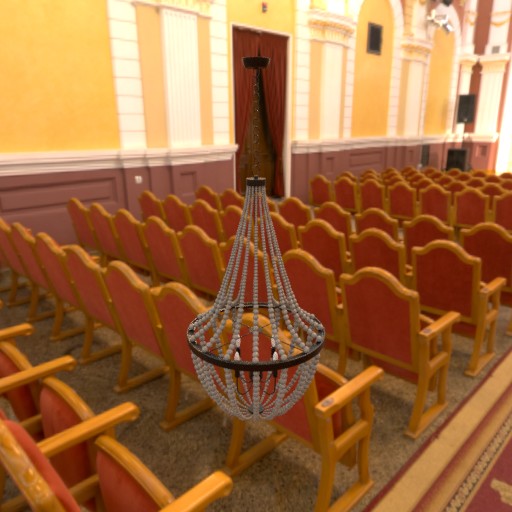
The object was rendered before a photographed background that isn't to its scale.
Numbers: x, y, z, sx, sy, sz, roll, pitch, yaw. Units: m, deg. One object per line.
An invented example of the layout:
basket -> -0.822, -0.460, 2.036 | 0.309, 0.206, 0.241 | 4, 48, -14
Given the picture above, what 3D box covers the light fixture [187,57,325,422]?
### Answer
light fixture -> 0.000, 0.000, 1.382 | 0.450, 1.133, 0.450 | 0, 17, 0
